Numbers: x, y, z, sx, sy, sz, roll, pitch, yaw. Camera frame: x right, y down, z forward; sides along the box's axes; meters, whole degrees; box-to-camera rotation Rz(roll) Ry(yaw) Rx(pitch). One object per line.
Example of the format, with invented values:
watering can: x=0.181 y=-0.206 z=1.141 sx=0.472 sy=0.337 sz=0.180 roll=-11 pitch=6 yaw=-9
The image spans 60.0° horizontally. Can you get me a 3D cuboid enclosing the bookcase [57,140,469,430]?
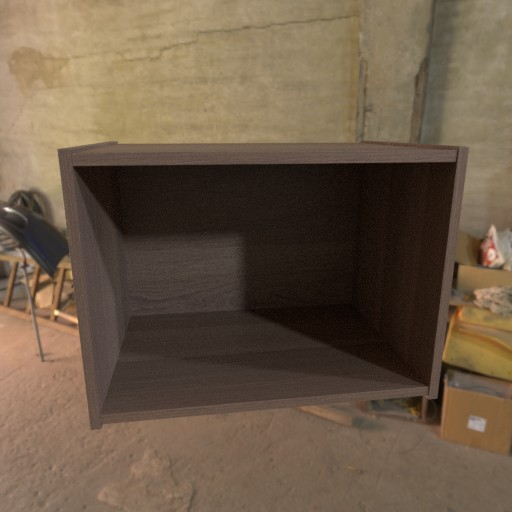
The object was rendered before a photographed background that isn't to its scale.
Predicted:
bookcase: x=0.000 y=0.000 z=0.620 sx=0.415 sy=0.305 sz=0.290 roll=-2 pitch=16 yaw=-8
